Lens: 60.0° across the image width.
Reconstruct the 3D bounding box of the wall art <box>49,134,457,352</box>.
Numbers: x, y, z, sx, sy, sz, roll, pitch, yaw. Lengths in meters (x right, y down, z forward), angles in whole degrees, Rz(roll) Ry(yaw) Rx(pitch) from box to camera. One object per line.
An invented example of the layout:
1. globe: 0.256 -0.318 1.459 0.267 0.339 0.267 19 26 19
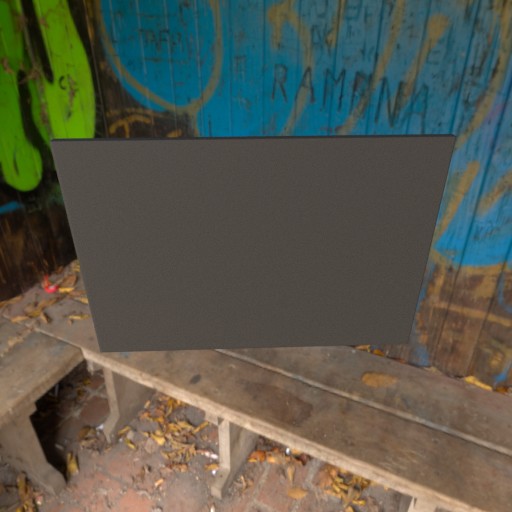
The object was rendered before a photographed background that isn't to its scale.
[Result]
1. wall art: 0.000 0.000 1.221 0.958 0.656 0.026 -1 31 -2
